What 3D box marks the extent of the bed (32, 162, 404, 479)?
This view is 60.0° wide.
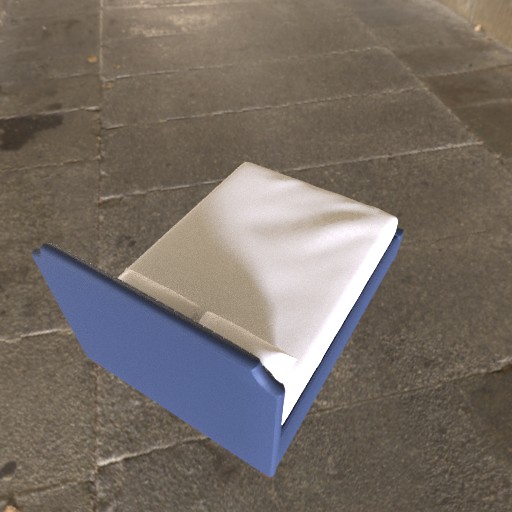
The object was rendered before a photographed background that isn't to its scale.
[{"bbox_3d":[0.000,0.000,3.410,1.712,1.443,2.372,25,52,21],"label":"bed"}]
